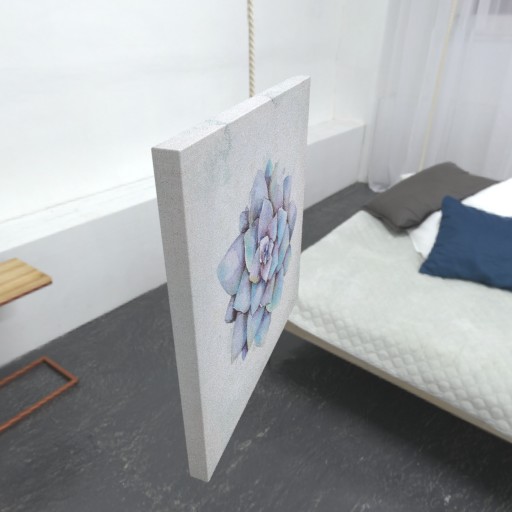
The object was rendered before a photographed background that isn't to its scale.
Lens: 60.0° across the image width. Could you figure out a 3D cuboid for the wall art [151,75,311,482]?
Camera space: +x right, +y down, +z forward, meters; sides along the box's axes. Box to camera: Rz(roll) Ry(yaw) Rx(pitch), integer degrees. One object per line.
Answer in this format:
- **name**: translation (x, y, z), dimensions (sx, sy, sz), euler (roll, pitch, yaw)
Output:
- **wall art**: translation (0.000, 0.000, 0.906), dimensions (0.040, 0.612, 0.612), euler (10, 31, 17)
